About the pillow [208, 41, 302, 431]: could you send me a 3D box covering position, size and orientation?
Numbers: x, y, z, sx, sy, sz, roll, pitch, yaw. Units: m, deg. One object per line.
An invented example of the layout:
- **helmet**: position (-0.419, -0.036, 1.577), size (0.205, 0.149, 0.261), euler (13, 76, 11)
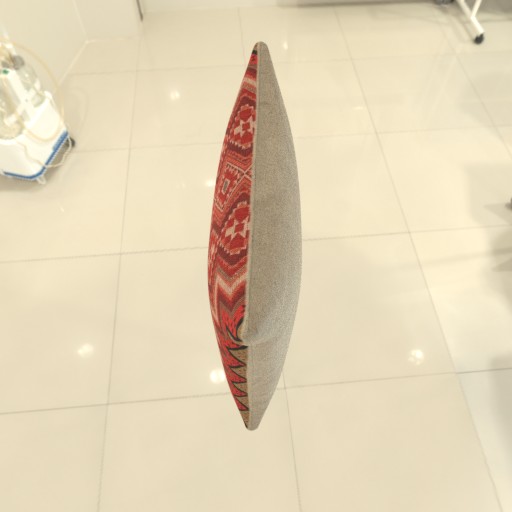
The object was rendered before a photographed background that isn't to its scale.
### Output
- **pillow**: position (0.000, 0.000, 0.797), size (0.158, 0.511, 0.513), euler (2, 58, 1)
